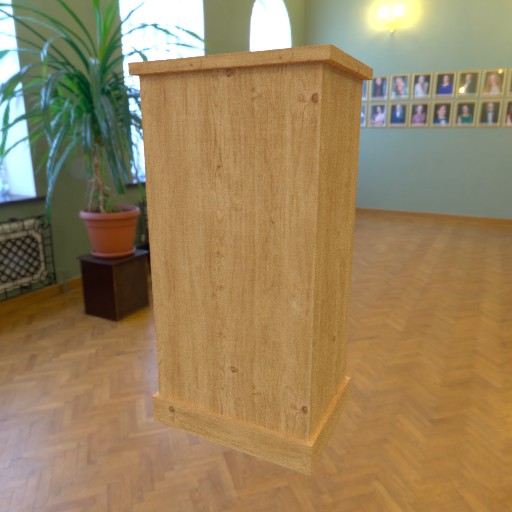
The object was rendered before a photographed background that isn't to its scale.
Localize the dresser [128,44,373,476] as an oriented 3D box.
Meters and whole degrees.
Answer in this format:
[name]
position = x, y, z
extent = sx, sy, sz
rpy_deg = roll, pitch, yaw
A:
[dresser]
position = 0.000, 0.000, 1.308
extent = 0.531, 1.041, 0.390
rpy_deg = 7, 17, 26
